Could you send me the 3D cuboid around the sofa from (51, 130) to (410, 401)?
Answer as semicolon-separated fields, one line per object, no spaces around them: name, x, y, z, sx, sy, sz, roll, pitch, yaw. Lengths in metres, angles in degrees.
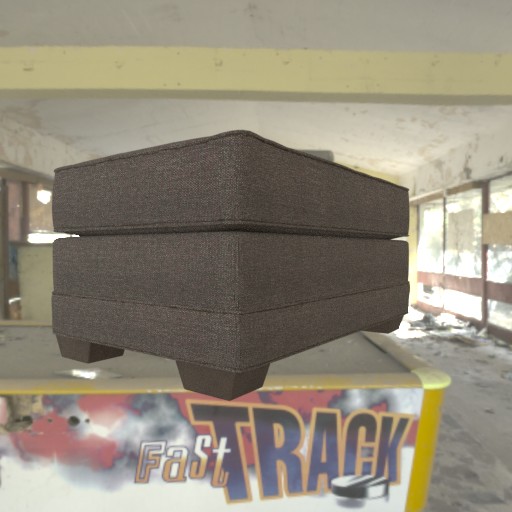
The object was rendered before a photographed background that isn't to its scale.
sofa;0.000;0.000;1.191;0.578;0.457;0.854;1;1;37
